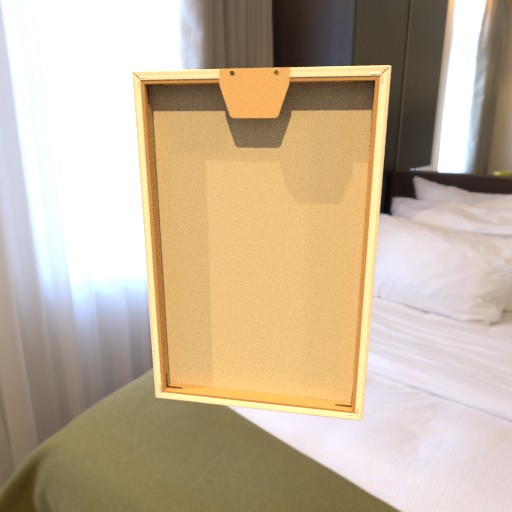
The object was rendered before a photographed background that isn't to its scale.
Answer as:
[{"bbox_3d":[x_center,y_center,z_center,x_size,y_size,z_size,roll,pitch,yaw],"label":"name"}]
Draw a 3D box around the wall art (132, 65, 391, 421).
[{"bbox_3d":[0.000,0.000,1.153,0.602,0.902,0.048,3,17,10],"label":"wall art"}]
